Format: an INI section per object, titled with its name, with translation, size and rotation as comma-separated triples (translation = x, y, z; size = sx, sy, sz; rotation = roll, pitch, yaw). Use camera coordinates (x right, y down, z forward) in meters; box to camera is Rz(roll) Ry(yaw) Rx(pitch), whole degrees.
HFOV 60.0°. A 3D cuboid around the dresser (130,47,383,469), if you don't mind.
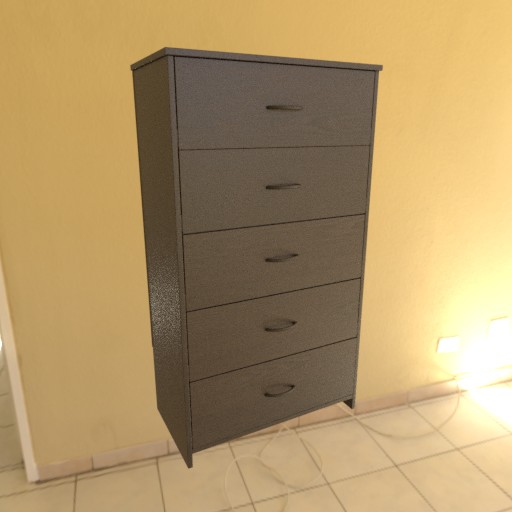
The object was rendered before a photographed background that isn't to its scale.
[dresser]
translation = 0.000, 0.000, 1.574
size = 0.704, 1.254, 0.418
rotation = -8, 18, -27
